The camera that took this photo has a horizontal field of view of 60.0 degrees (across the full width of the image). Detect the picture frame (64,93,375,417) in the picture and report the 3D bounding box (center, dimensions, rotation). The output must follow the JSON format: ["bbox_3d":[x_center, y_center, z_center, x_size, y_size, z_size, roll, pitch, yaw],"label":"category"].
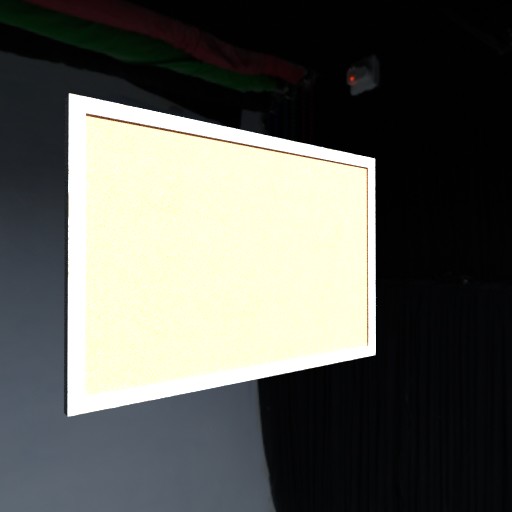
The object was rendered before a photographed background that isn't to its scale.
[{"bbox_3d":[0.000,0.000,1.174,0.950,0.640,0.029,0,-1,-37],"label":"picture frame"}]
